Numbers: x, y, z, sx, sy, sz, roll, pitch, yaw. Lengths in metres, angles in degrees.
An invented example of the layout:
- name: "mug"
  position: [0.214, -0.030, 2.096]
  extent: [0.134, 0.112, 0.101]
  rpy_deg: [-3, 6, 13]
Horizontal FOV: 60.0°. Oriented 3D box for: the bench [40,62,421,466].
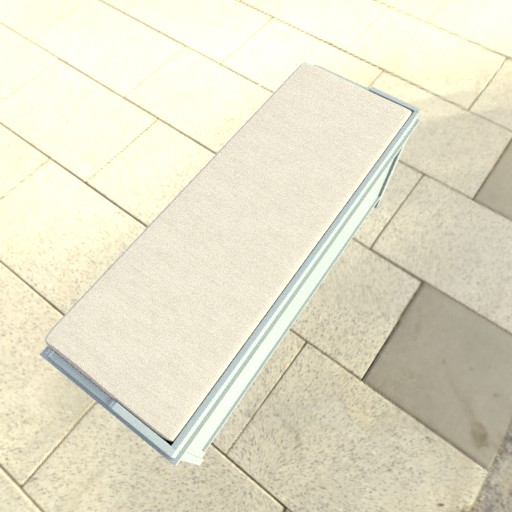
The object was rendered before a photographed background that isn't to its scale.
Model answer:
- name: "bench"
  position: [0.000, 0.000, 1.343]
  extent: [0.398, 0.501, 1.140]
  rpy_deg: [32, 67, 15]
